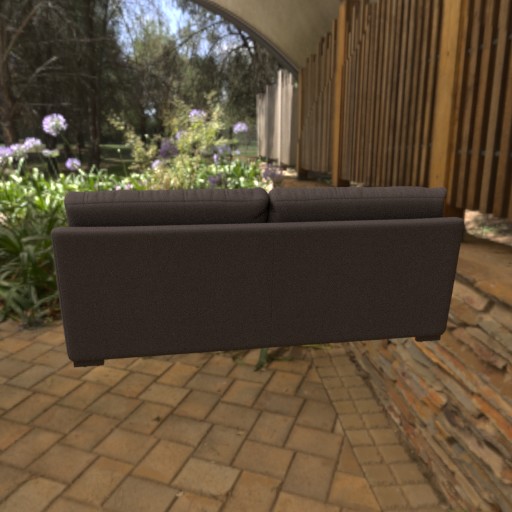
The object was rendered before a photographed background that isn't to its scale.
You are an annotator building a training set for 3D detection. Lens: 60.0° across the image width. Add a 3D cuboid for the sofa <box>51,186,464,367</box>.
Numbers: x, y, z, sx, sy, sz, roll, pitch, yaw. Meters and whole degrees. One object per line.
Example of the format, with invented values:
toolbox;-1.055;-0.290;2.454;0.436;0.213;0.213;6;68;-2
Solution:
sofa;0.000;0.000;2.909;2.271;0.950;1.140;-2;13;-9
